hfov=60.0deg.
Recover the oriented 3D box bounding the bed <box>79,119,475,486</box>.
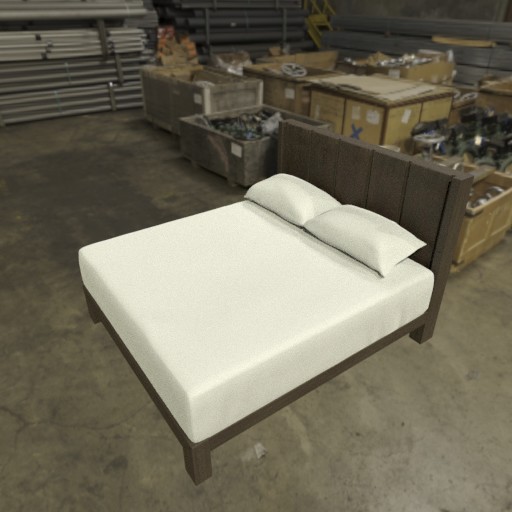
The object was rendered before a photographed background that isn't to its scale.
[{"bbox_3d":[0.000,0.000,3.073,1.992,1.261,1.735,-20,36,-30],"label":"bed"}]
